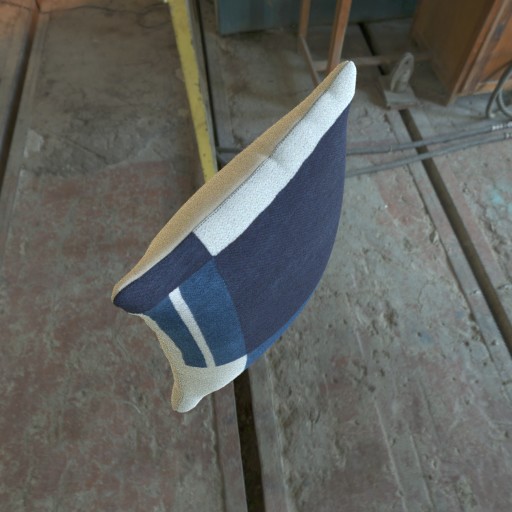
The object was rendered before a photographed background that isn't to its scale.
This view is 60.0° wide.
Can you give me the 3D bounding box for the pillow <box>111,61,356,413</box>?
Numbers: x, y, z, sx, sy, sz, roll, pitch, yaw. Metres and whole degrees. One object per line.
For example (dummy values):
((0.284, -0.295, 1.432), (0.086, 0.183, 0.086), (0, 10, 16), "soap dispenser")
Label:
((0.000, 0.000, 0.791), (0.229, 0.506, 0.536), (32, 64, 18), "pillow")
